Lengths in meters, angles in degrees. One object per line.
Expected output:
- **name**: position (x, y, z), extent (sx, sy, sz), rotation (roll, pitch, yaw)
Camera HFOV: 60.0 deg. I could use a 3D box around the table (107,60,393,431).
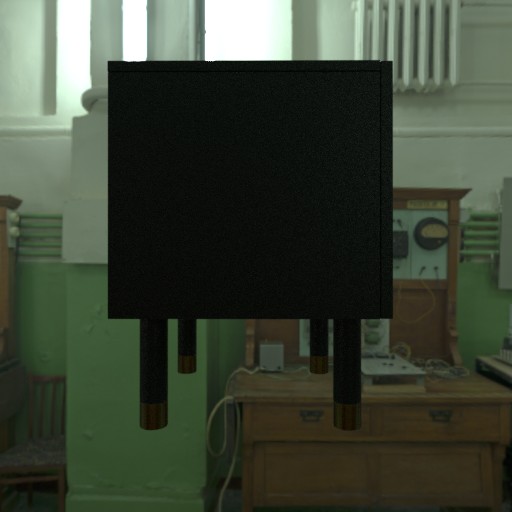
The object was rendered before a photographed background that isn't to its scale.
- **table**: position (0.000, 0.000, 0.943), extent (0.441, 0.584, 0.564), rotation (0, 0, 0)
